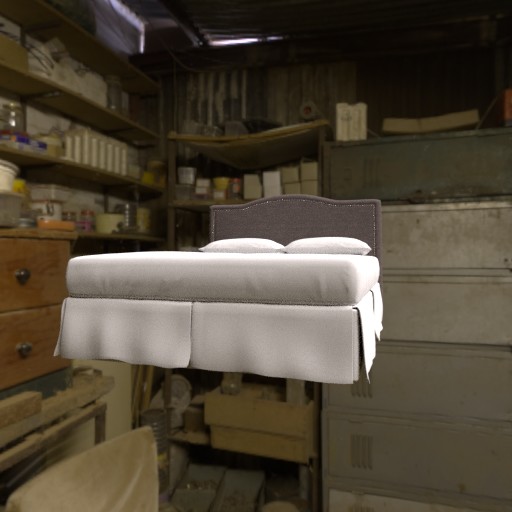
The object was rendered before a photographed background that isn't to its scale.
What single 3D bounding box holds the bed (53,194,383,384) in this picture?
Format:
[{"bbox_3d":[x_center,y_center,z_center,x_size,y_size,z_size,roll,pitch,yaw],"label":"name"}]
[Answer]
[{"bbox_3d":[0.000,0.000,4.004,2.161,1.457,2.689,0,0,18],"label":"bed"}]
